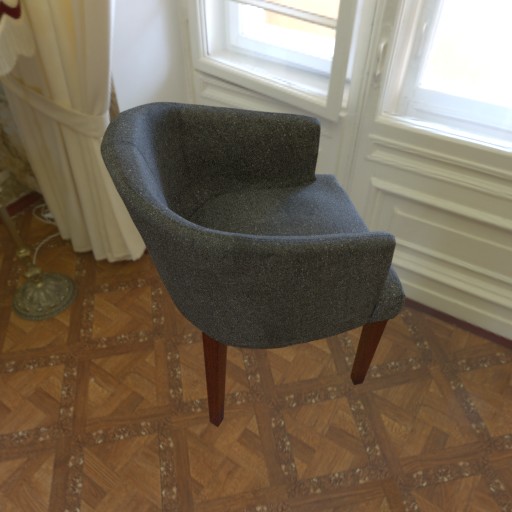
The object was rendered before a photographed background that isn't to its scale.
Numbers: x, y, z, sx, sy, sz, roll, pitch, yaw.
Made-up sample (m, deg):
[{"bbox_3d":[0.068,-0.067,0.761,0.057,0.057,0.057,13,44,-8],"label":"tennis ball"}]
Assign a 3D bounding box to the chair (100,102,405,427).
[{"bbox_3d":[0.000,0.000,1.238,0.655,0.811,0.583,-9,47,-9],"label":"chair"}]
